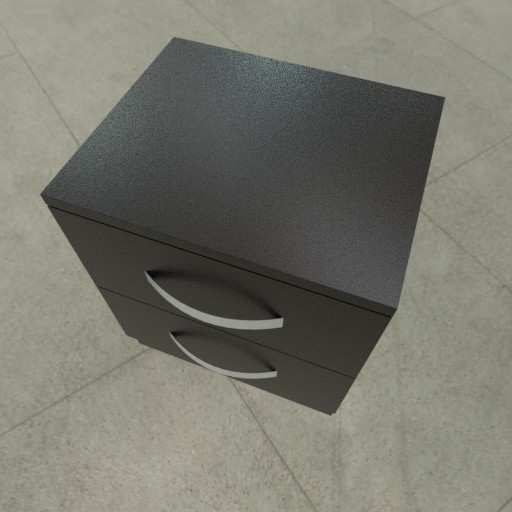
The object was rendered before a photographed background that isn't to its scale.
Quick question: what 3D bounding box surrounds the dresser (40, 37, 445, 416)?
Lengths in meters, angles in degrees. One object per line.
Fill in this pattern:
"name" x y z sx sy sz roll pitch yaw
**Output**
"dresser" 0.000 0.000 0.730 0.400 0.470 0.360 18 59 11
